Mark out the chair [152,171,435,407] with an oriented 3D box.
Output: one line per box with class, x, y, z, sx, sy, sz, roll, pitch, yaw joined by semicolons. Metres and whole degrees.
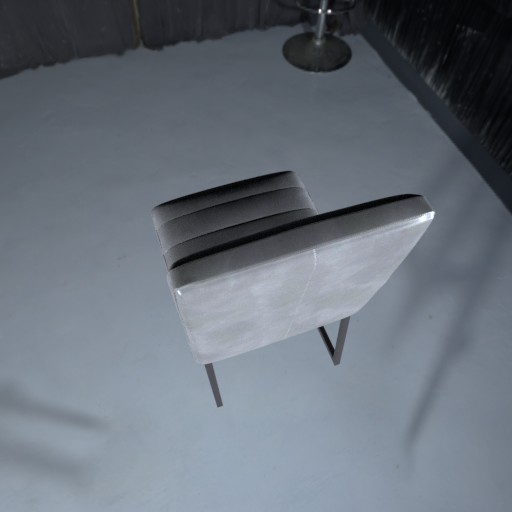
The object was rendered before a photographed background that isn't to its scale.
chair;0.000;0.000;1.309;0.520;0.930;0.634;-17;58;-11
